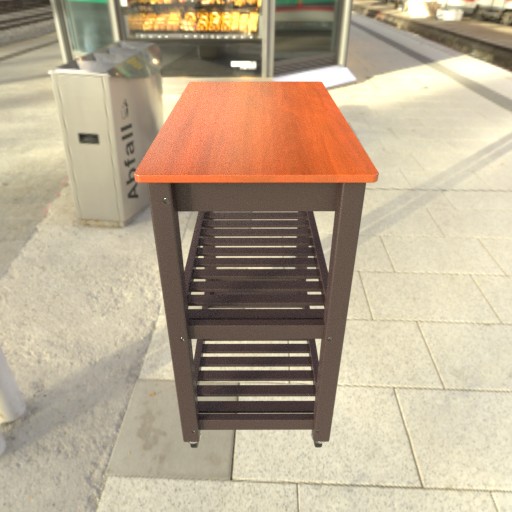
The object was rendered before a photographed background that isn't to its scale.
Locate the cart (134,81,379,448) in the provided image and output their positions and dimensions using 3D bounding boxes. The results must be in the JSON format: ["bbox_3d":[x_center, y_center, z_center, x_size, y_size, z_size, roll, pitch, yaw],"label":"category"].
[{"bbox_3d":[0.000,0.000,1.444,0.457,0.927,0.899,0,32,0],"label":"cart"}]
